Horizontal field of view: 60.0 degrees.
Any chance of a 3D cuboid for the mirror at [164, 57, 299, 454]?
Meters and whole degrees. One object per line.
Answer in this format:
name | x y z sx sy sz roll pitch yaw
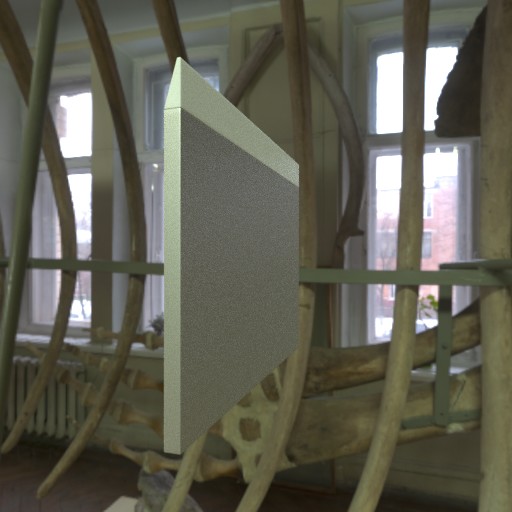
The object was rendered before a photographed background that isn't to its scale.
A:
mirror | 0.000 0.000 1.120 0.030 0.630 0.870 0 0 18
